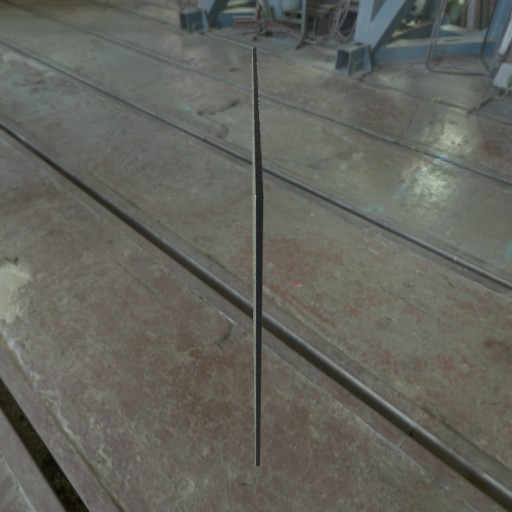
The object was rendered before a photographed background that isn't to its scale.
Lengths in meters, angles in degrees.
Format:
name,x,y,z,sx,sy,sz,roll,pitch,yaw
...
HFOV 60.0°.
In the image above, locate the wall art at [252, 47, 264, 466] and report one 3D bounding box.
name,x,y,z,sx,sy,sz,roll,pitch,yaw
wall art,0.000,0.000,0.780,0.009,0.559,0.483,0,40,-1
